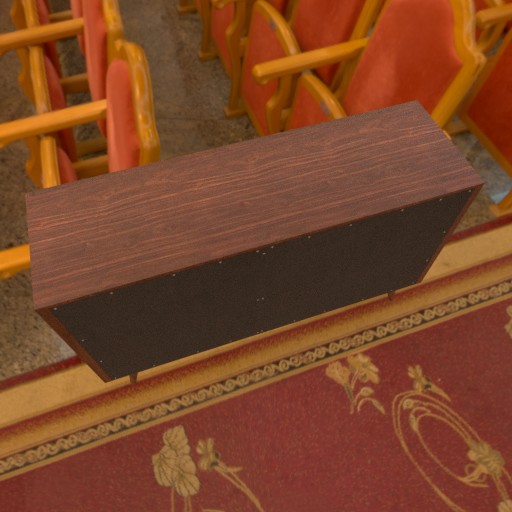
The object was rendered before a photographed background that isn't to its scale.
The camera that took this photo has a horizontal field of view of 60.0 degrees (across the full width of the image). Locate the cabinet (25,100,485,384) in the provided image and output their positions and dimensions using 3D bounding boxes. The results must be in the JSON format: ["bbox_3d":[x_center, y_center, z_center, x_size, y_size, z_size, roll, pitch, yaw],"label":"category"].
[{"bbox_3d":[0.000,0.000,1.988,1.575,0.940,0.505,-16,59,-10],"label":"cabinet"}]
